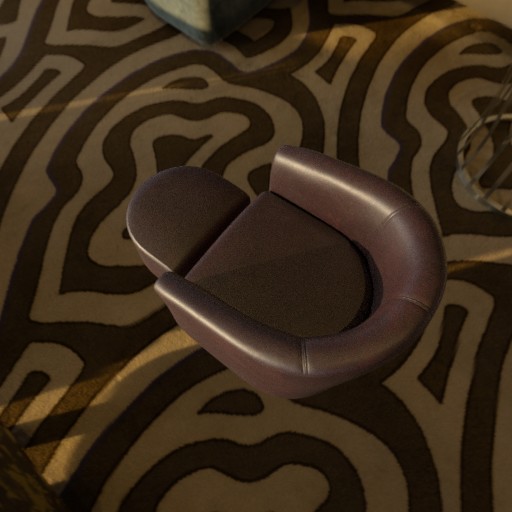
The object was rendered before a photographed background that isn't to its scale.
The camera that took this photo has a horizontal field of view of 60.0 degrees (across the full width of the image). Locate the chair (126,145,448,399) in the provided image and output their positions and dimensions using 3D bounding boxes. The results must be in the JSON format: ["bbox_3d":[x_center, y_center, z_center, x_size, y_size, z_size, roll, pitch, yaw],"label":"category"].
[{"bbox_3d":[0.000,0.000,1.638,1.176,0.755,0.737,34,68,16],"label":"chair"}]
